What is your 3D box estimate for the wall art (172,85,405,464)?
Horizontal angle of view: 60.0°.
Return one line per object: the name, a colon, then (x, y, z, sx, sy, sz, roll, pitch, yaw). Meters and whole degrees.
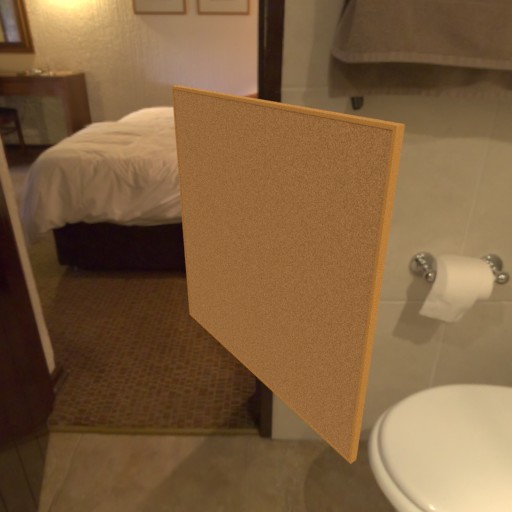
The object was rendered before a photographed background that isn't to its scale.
wall art: (0.000, 0.000, 0.679, 0.013, 0.455, 0.457, -18, 32, -32)
